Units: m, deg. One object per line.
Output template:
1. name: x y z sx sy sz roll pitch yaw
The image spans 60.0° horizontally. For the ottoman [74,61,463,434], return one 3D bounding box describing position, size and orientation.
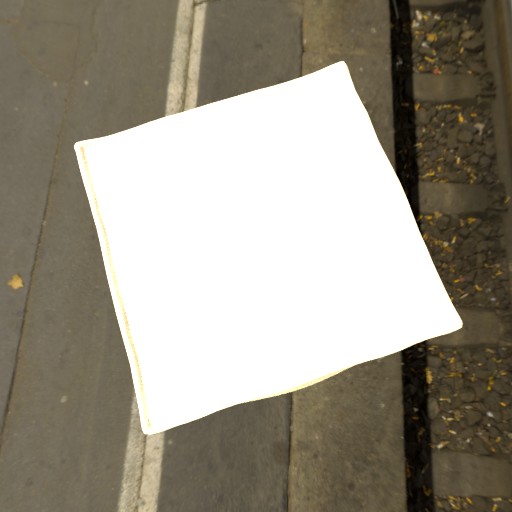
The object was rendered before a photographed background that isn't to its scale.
1. ottoman: 0.000 0.000 1.159 0.707 0.470 0.696 -18 76 -5
